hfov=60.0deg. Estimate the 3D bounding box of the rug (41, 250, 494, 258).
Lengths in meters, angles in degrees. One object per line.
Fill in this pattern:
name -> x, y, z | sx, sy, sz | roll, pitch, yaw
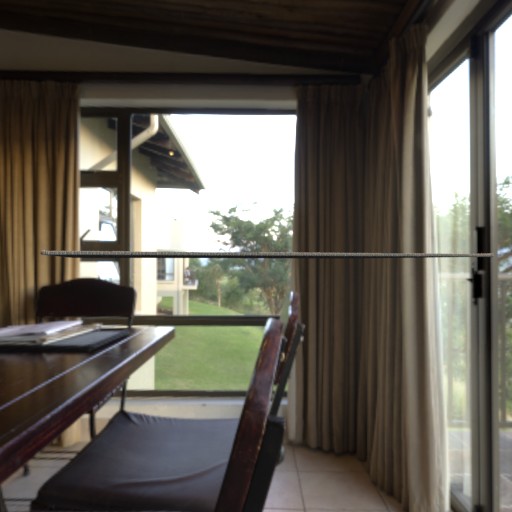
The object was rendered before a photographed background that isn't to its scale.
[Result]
rug -> 0.000, 0.000, 2.260 | 1.829, 0.014, 1.235 | 0, -1, -18
